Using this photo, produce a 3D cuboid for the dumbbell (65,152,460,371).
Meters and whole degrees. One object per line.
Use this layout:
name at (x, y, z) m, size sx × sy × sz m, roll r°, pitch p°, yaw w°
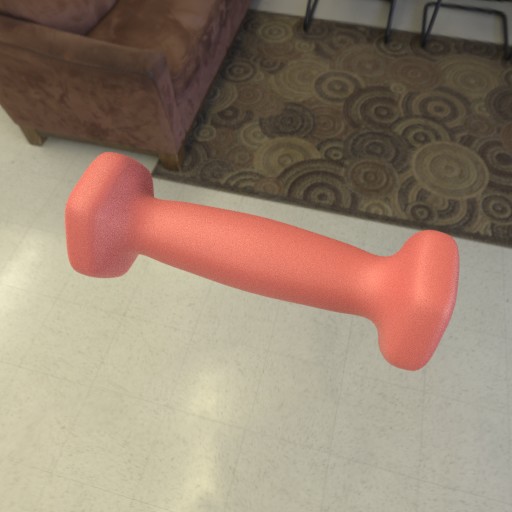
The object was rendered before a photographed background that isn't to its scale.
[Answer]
dumbbell at (0.000, 0.000, 0.148) m, size 0.123 × 0.043 × 0.047 m, roll 15°, pitch 60°, yaw 9°
